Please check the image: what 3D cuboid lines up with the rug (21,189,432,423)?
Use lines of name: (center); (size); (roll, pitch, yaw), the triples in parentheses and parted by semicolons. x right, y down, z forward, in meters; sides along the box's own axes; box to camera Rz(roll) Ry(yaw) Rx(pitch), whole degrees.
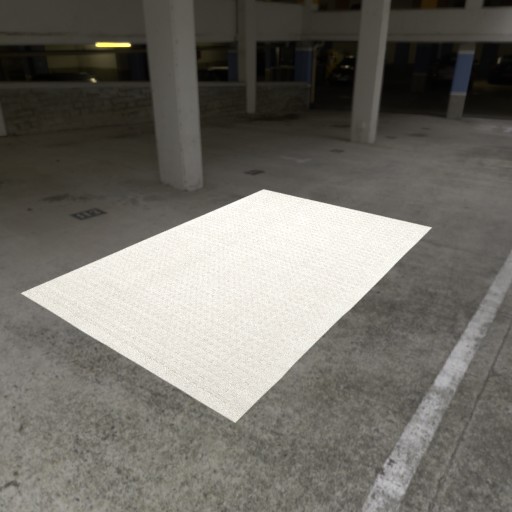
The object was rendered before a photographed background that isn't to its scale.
rug: (0.000, 0.000, 2.842); (1.523, 0.006, 2.289); (18, 32, 32)
